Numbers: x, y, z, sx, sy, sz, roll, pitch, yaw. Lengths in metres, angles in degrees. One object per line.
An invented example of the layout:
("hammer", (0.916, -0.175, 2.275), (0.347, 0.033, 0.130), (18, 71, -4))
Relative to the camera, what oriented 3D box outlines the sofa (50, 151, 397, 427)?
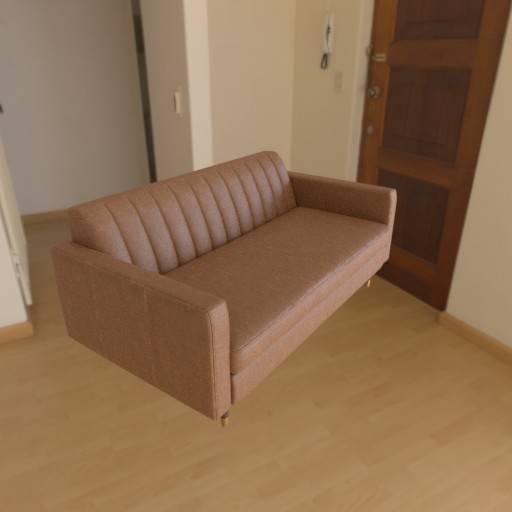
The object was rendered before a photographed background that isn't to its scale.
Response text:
("sofa", (0.000, 0.000, 2.491), (0.993, 0.821, 1.847), (17, 30, 32))
